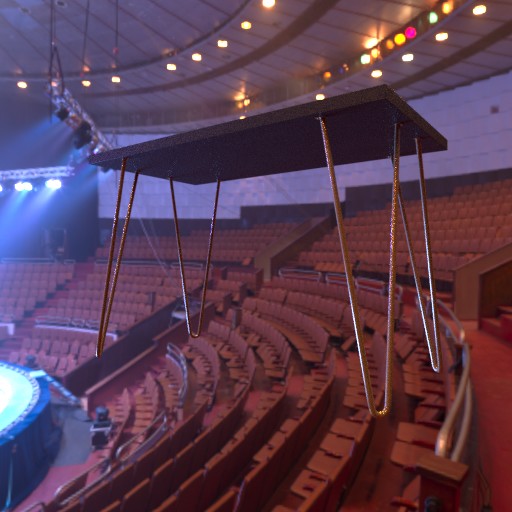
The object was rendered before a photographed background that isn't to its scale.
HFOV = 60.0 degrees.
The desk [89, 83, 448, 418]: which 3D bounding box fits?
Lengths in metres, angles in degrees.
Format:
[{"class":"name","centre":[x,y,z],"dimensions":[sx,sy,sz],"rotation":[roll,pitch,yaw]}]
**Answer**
[{"class":"desk","centre":[0.000,0.000,1.353],"dimensions":[0.991,0.660,0.499],"rotation":[0,-1,36]}]
